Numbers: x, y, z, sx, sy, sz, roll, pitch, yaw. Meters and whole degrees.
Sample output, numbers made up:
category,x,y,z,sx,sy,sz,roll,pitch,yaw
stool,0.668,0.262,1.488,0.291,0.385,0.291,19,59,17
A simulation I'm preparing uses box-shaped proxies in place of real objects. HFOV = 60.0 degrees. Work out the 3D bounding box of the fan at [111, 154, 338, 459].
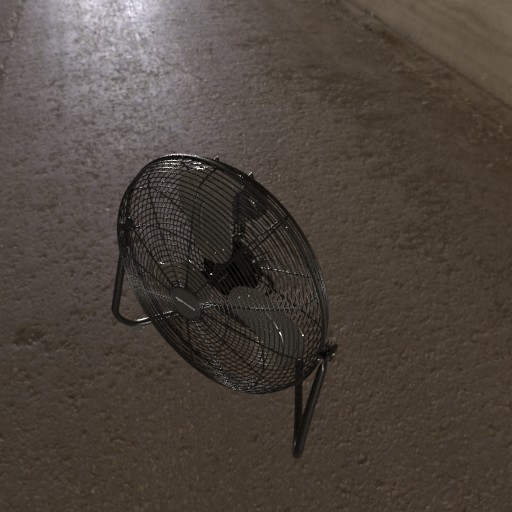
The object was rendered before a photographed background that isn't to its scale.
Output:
category,x,y,z,sx,sy,sz,roll,pitch,yaw
fan,0.000,0.000,1.006,0.595,0.605,0.470,30,53,25
